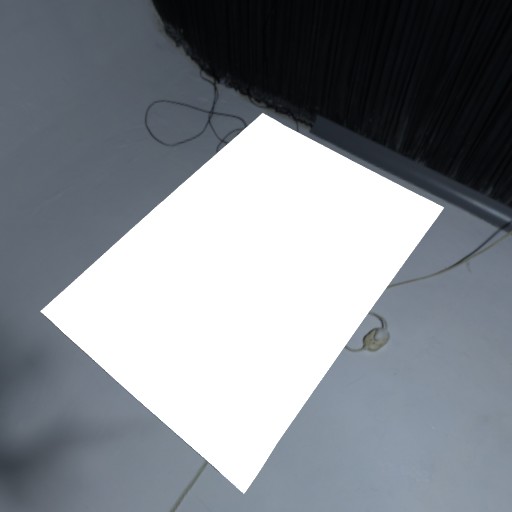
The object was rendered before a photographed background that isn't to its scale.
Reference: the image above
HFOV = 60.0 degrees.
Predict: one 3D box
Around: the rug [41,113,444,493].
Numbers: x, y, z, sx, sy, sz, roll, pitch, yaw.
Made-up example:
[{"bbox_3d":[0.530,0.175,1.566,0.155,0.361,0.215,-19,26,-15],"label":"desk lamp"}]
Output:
[{"bbox_3d":[0.000,0.000,3.698,2.032,0.038,2.869,34,64,19],"label":"rug"}]
